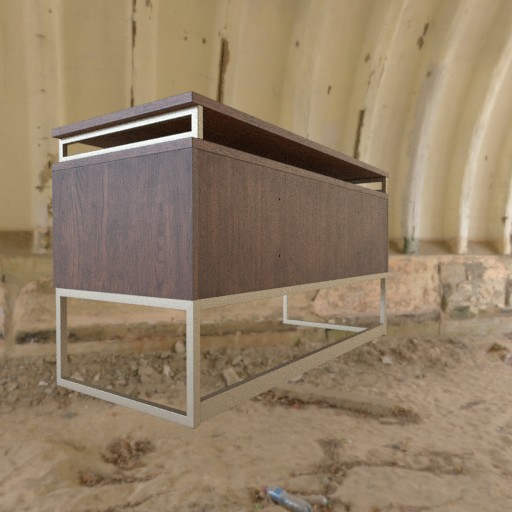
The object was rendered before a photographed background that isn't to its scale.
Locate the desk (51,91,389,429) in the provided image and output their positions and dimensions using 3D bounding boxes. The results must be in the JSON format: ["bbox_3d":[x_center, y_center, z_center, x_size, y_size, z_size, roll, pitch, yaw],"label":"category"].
[{"bbox_3d":[0.000,0.000,1.769,0.610,0.792,1.384,1,2,35],"label":"desk"}]
